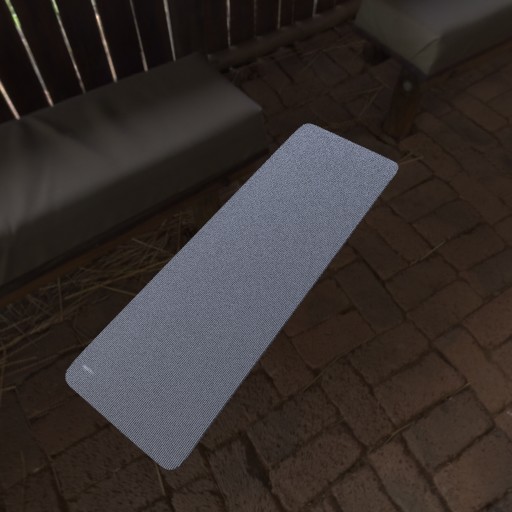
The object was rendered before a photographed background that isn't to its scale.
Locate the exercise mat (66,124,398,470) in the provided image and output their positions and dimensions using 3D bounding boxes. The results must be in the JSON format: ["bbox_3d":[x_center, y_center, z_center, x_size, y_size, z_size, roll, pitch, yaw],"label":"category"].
[{"bbox_3d":[0.000,0.000,2.108,0.616,0.021,1.884,31,63,18],"label":"exercise mat"}]
